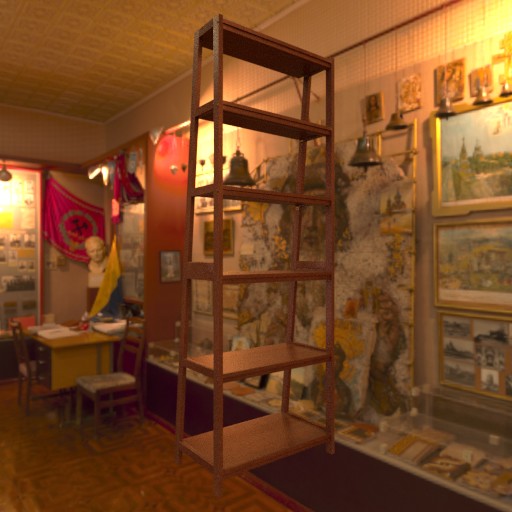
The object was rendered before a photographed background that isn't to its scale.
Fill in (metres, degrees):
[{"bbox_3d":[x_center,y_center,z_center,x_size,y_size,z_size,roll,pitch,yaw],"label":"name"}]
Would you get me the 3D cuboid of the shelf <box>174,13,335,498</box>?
[{"bbox_3d":[0.000,0.000,2.078,0.660,1.892,0.382,0,0,-37],"label":"shelf"}]
